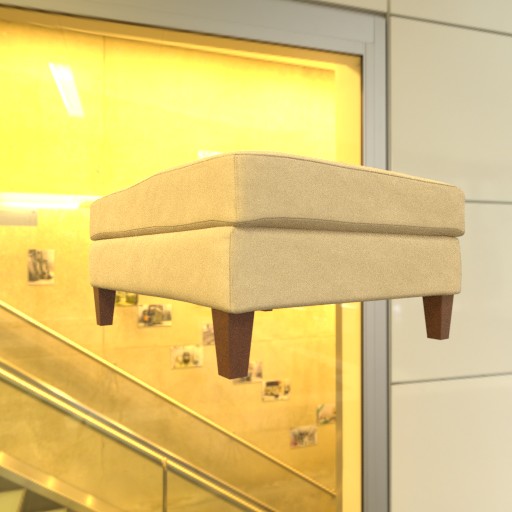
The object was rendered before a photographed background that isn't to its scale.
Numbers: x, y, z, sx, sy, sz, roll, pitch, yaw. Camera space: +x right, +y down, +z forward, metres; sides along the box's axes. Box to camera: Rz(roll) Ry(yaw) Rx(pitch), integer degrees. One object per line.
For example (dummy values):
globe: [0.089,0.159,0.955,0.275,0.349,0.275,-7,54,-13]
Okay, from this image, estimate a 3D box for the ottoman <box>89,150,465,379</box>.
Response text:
ottoman: [0.000,0.000,1.456,0.836,0.492,1.002,0,0,-36]
